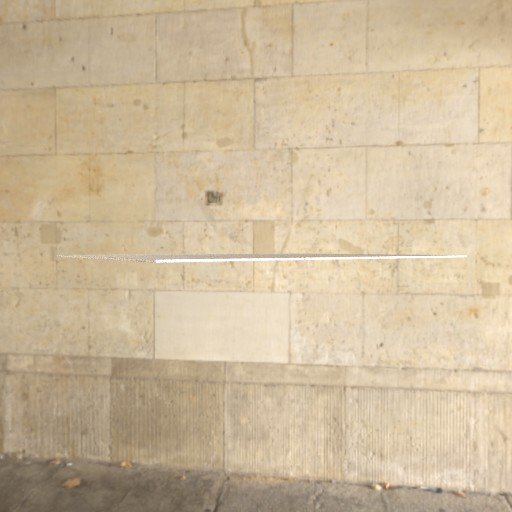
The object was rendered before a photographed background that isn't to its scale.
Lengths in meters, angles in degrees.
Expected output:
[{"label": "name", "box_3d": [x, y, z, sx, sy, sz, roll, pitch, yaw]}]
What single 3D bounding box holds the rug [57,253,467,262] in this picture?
[{"label": "rug", "box_3d": [0.000, 0.000, 4.220, 3.049, 0.015, 2.457, -1, 1, -35]}]
